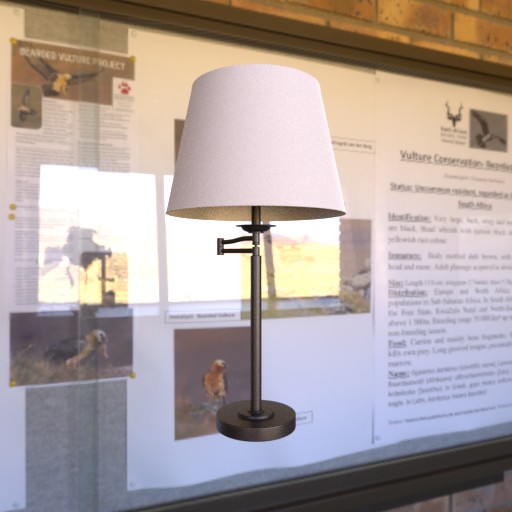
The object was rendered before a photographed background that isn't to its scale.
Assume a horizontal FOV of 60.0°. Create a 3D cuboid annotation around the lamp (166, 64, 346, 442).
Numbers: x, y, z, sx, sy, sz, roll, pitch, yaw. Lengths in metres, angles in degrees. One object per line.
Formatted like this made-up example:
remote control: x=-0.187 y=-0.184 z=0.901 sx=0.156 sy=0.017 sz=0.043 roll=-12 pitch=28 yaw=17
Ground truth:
lamp: x=0.000 y=0.000 z=0.909 sx=0.363 sy=0.696 sz=0.363 roll=0 pitch=0 yaw=0
